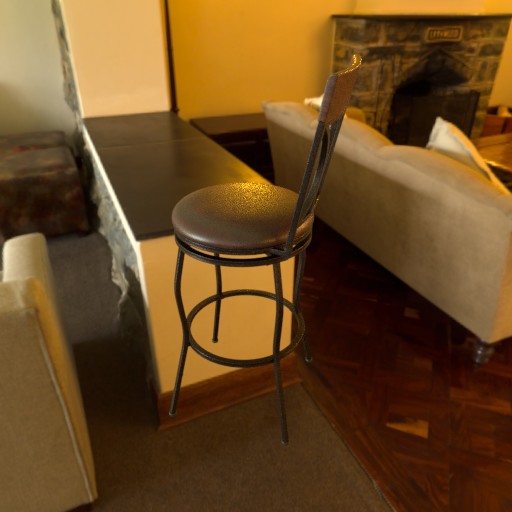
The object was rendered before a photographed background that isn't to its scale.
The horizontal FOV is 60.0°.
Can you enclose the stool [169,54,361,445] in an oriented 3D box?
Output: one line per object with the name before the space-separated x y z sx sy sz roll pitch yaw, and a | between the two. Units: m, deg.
stool | 0.000 0.000 1.387 0.513 1.130 0.448 8 30 15
